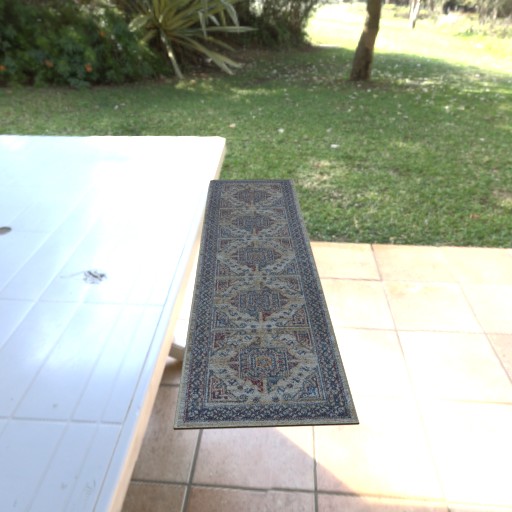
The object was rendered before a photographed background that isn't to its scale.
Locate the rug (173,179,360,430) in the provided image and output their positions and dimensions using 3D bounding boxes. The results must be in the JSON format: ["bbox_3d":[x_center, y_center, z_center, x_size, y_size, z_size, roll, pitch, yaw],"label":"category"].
[{"bbox_3d":[0.000,0.000,2.542,0.661,0.013,2.297,-1,32,-2],"label":"rug"}]
